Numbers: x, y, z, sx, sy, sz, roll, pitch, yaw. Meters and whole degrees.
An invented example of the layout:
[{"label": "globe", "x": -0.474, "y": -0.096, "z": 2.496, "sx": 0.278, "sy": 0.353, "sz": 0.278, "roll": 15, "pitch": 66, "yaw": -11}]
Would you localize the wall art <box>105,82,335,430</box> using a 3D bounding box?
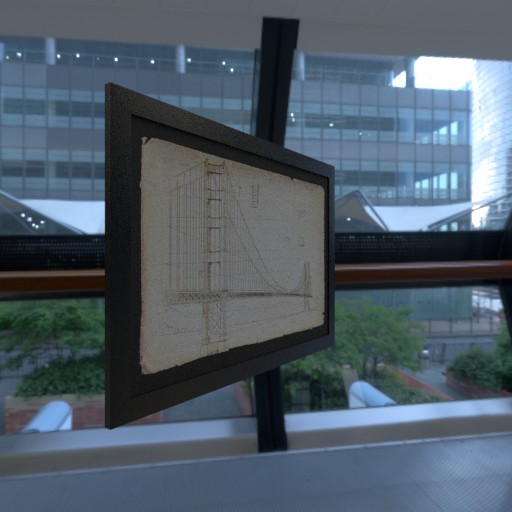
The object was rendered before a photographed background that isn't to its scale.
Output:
[{"label": "wall art", "x": 0.000, "y": 0.000, "z": 0.841, "sx": 0.013, "sy": 0.447, "sz": 0.660, "roll": 0, "pitch": 0, "yaw": 36}]
